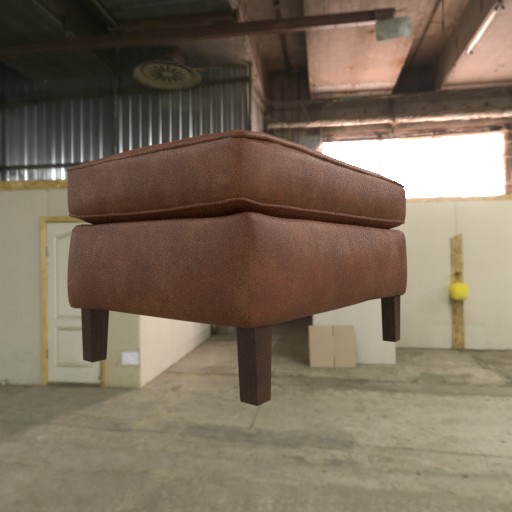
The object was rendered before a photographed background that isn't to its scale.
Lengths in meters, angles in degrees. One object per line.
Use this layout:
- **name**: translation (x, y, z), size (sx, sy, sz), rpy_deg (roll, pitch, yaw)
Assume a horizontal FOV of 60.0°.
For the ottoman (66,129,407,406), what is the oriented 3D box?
- **ottoman**: translation (0.000, 0.000, 0.987), size (0.501, 0.418, 0.665), rpy_deg (0, 1, 37)
